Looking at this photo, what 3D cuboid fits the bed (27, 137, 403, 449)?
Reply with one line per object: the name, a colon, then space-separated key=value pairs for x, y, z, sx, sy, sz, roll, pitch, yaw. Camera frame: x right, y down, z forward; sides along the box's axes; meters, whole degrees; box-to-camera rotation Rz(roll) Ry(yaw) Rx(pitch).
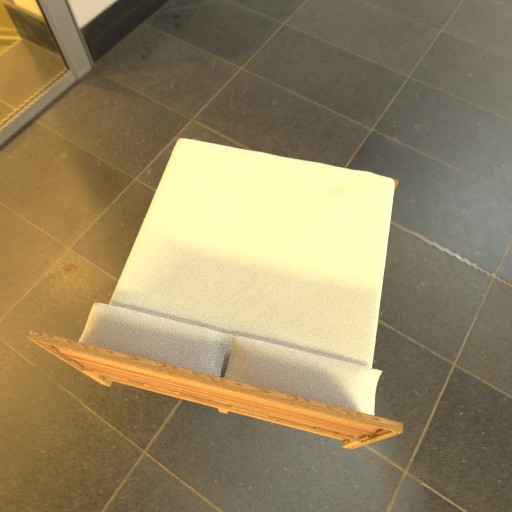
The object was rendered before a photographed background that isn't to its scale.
bed: x=0.000 y=0.000 z=3.336 sx=2.013 sy=1.295 sz=2.184 roll=12 pitch=64 yaw=6
